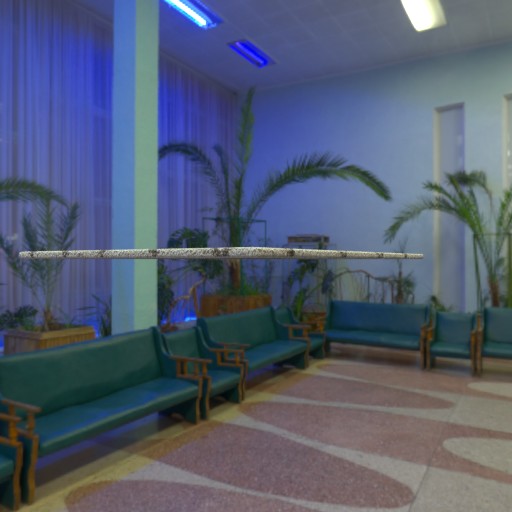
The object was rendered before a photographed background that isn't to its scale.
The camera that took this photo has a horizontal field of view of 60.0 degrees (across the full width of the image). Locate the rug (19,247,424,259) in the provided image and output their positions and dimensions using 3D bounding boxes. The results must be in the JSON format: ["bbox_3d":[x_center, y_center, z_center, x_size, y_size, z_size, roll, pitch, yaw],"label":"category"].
[{"bbox_3d":[0.000,0.000,2.257,1.219,0.030,1.778,0,-1,34],"label":"rug"}]
